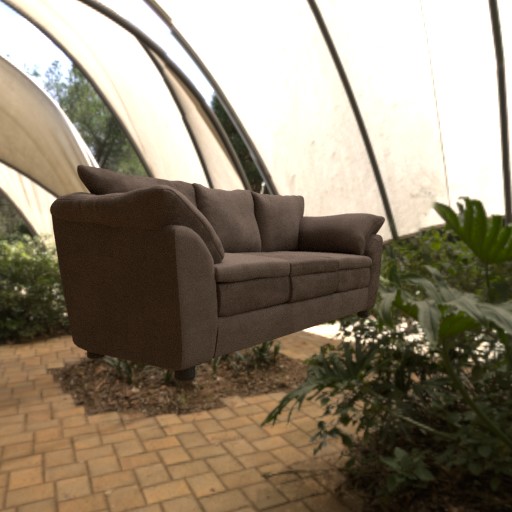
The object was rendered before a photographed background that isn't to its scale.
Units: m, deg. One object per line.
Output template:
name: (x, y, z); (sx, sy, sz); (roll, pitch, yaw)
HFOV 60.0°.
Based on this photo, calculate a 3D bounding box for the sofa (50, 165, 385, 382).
sofa: (0.000, 0.000, 2.826); (0.893, 0.981, 2.377); (1, 2, 36)
